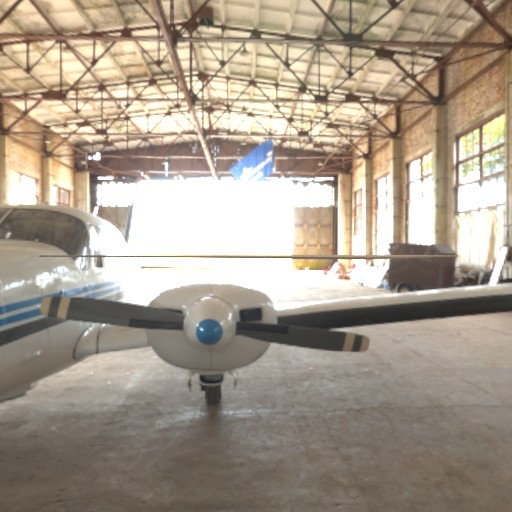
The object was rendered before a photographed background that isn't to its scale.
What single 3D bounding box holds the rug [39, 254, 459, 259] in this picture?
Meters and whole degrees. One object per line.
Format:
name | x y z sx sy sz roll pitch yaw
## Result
rug | 0.000 0.000 3.485 2.584 0.011 2.073 0 0 35
